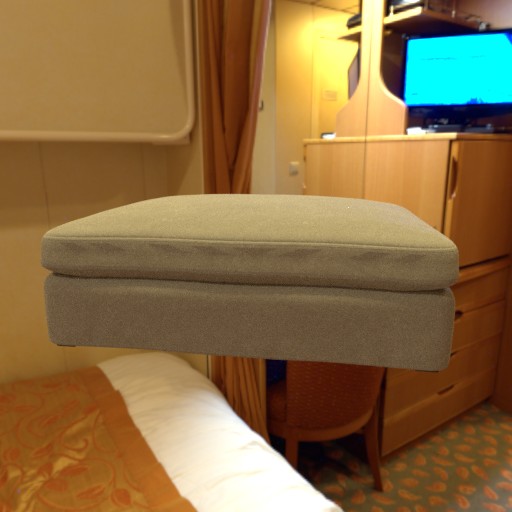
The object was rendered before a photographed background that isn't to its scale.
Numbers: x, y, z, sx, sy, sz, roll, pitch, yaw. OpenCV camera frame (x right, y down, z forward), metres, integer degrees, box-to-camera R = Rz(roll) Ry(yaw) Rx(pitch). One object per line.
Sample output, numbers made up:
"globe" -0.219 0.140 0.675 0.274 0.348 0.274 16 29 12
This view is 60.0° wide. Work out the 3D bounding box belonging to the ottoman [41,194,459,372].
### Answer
"ottoman" 0.000 0.000 1.609 1.199 0.429 0.840 2 13 9
